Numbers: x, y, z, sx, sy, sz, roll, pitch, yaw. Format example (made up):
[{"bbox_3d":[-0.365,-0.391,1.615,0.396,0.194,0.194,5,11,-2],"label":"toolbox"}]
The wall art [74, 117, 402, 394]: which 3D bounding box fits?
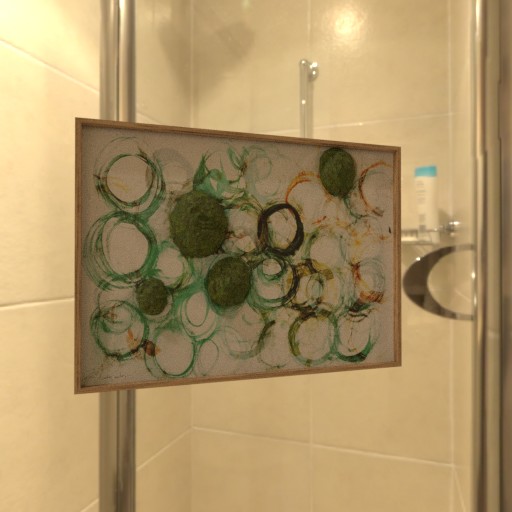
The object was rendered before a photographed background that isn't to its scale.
[{"bbox_3d":[0.000,0.000,1.109,0.841,0.609,0.063,0,-1,-18],"label":"wall art"}]
